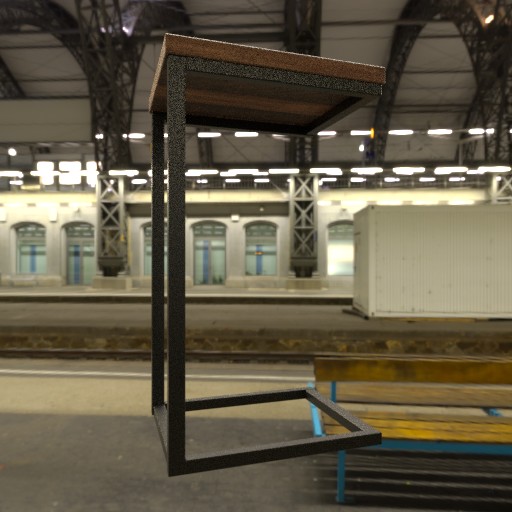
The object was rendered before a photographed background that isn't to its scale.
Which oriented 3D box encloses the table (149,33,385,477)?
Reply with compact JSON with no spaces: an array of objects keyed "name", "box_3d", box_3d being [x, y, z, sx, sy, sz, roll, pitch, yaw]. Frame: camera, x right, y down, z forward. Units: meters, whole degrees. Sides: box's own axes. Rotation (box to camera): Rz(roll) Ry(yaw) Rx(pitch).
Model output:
[{"name":"table","box_3d":[0.000,0.000,0.931,0.414,0.718,0.323,0,0,-18]}]
